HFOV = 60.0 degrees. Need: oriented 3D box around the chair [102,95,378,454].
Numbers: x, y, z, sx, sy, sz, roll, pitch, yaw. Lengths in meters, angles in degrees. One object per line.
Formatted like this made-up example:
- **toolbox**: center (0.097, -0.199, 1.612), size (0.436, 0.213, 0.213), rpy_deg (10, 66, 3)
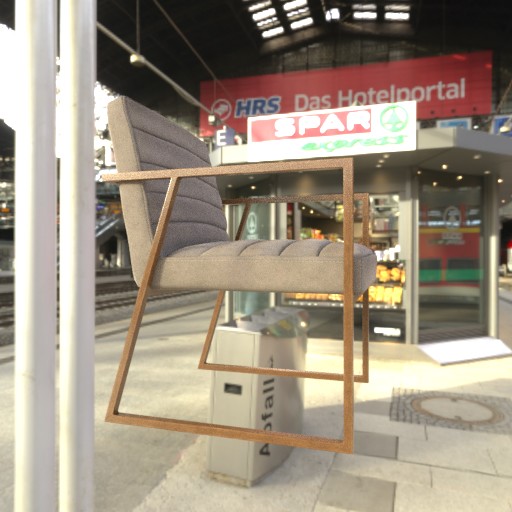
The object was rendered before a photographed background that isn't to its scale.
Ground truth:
- **chair**: center (0.000, 0.000, 1.307), size (0.682, 0.843, 0.578), rpy_deg (0, 0, 18)
